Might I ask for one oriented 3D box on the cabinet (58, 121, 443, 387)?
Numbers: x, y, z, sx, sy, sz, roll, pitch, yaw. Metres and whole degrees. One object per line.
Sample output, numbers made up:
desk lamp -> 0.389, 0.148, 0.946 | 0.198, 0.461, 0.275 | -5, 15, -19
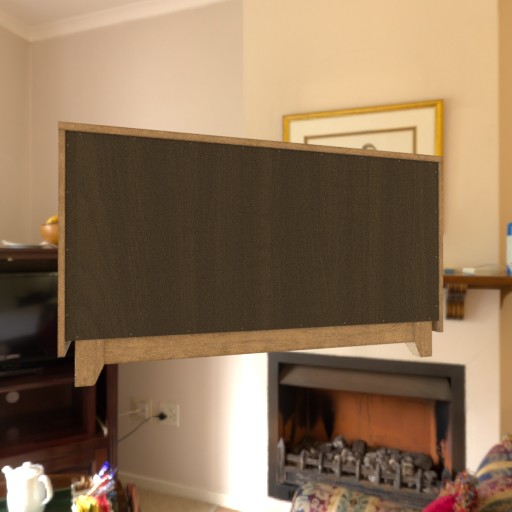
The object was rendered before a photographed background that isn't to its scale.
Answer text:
cabinet -> 0.000, 0.000, 1.837 | 1.460, 0.825, 0.511 | 0, 0, -19
